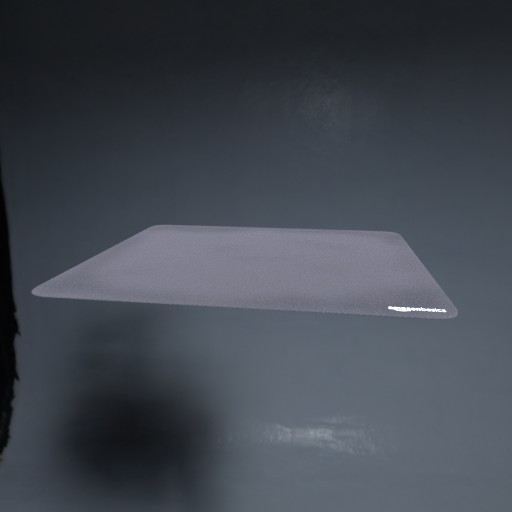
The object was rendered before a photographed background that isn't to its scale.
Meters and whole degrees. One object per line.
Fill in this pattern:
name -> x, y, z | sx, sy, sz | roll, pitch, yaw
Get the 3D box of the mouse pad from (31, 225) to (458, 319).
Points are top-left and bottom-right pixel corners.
mouse pad -> 0.000, 0.000, 0.631 | 0.451, 0.002, 0.393 | 2, 15, 8
